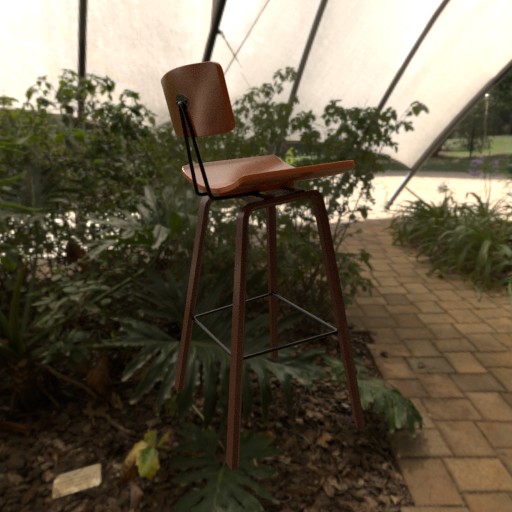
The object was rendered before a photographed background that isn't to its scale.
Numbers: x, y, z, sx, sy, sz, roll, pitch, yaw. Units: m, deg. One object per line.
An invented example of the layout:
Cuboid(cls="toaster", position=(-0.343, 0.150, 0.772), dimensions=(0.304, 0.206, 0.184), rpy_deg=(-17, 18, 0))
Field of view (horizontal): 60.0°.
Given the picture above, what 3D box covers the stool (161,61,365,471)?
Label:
Cuboid(cls="stool", position=(0.000, 0.000, 1.268), dimensions=(0.440, 0.969, 0.509), rpy_deg=(-8, 17, -28))
